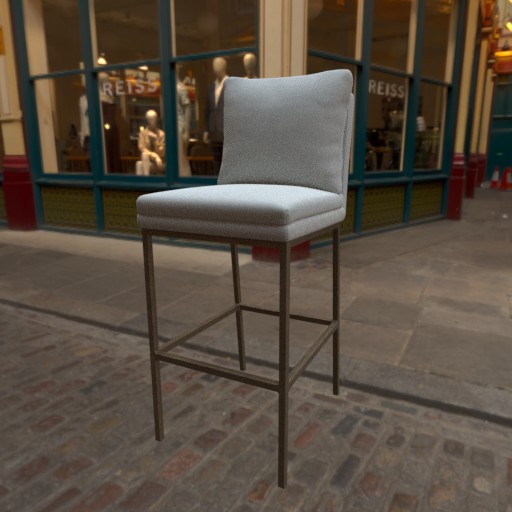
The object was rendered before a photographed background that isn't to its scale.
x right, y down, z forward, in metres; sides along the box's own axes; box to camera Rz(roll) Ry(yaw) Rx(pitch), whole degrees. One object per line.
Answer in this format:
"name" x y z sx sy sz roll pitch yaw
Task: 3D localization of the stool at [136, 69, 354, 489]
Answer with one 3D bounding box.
"stool" 0.000 0.000 1.396 0.463 1.125 0.572 7 16 27
